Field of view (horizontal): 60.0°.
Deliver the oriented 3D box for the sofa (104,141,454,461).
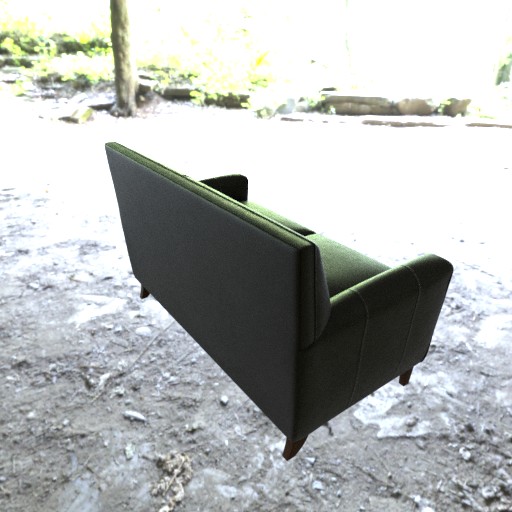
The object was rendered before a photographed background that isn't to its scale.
[{"bbox_3d":[0.000,0.000,2.019,0.787,0.871,1.473,-18,32,-31],"label":"sofa"}]
